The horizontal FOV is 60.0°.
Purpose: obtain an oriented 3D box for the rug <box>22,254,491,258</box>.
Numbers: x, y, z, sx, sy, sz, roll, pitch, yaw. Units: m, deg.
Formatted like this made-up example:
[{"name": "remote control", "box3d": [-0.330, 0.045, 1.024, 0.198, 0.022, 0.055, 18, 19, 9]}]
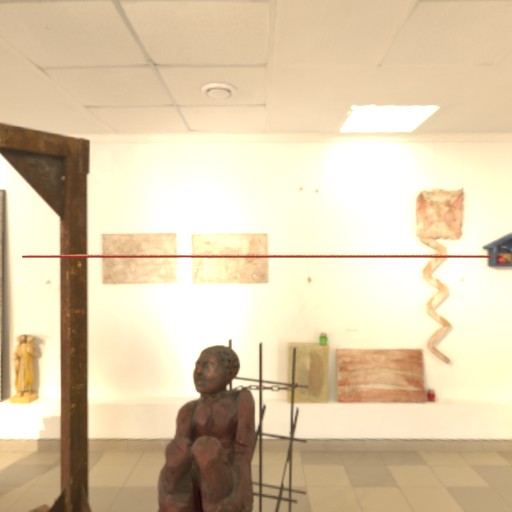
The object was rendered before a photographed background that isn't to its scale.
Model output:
[{"name": "rug", "box3d": [0.000, 0.000, 2.492, 2.292, 0.015, 0.659, 0, 0, 0]}]
